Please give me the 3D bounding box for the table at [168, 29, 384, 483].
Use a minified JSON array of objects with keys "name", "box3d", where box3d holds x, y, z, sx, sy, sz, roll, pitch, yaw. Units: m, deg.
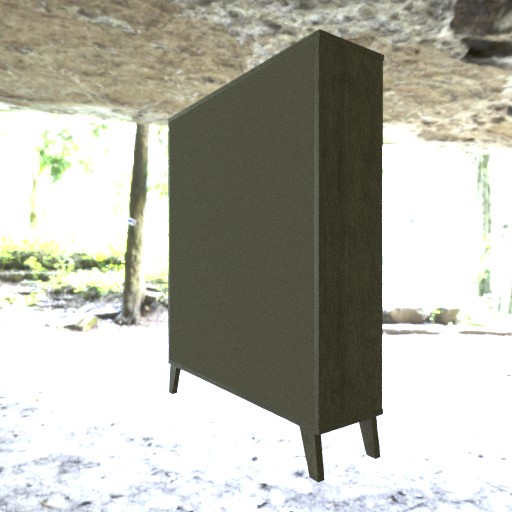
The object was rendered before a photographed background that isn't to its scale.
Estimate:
[{"name":"table","box3d":[0.000,0.000,1.548,0.256,1.135,0.902,0,0,-36]}]
